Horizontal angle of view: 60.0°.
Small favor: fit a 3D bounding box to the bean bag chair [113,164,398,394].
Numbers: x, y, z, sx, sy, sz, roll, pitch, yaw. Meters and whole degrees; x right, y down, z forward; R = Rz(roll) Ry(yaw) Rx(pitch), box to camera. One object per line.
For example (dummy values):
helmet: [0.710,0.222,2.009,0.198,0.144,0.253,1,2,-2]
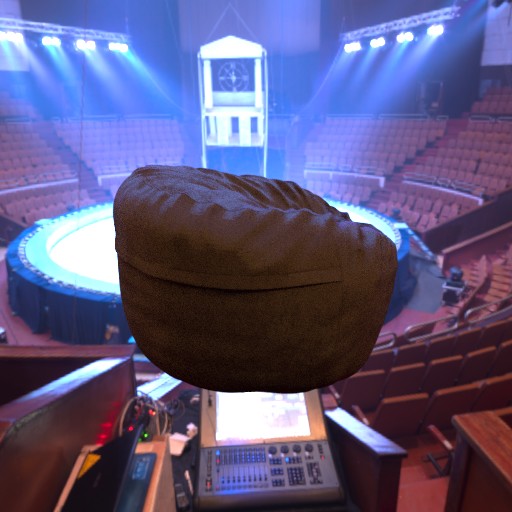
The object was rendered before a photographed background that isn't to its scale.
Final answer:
bean bag chair: [0.000,0.000,2.058,1.245,0.821,1.245,0,17,0]
